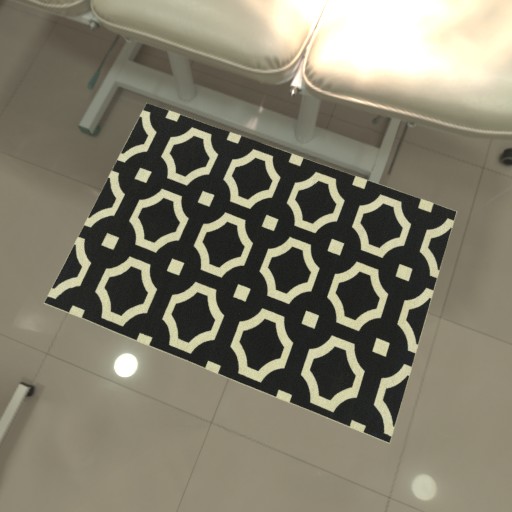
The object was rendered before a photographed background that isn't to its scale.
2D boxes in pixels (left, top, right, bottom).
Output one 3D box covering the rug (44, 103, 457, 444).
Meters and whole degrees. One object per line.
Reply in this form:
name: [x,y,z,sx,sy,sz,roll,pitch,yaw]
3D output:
rug: [0.000,0.000,2.885,2.286,0.016,1.555,21,76,5]
